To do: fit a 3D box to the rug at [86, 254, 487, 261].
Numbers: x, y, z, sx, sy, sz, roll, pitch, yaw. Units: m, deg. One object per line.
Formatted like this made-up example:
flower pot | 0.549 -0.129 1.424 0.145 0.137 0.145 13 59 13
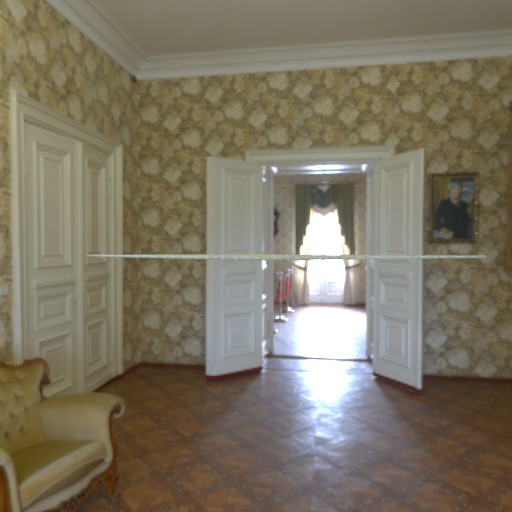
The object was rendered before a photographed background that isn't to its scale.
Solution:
rug | 0.000 0.000 2.948 1.547 0.013 2.283 0 1 -37
